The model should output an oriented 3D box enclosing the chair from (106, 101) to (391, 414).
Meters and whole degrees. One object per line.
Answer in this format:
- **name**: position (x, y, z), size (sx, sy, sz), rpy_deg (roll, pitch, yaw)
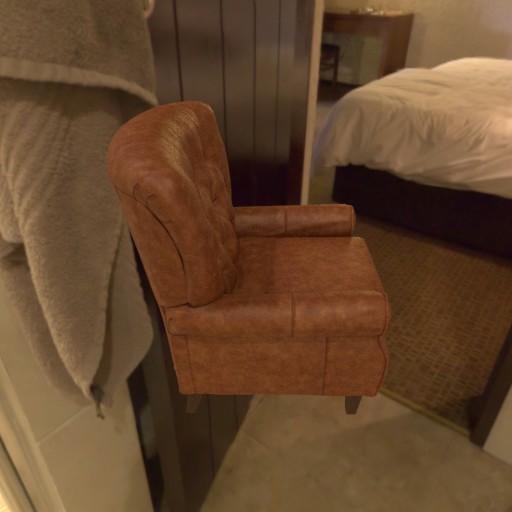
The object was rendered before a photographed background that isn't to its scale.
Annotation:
- **chair**: position (0.000, 0.000, 1.904), size (1.059, 1.164, 0.951), rpy_deg (0, 33, 1)
